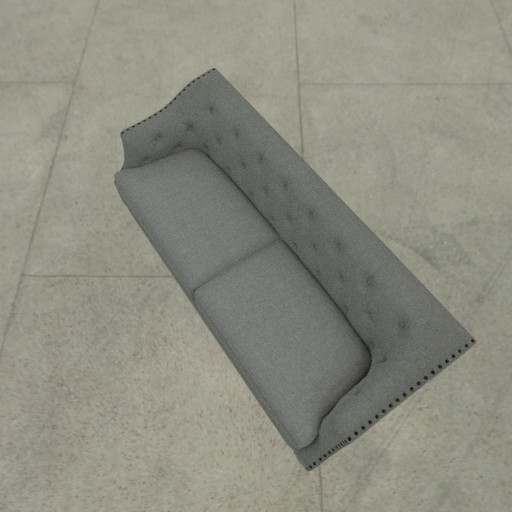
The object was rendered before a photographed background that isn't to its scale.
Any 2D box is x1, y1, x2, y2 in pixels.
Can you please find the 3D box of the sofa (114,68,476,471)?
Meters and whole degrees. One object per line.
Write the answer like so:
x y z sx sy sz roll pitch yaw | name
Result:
0.000 0.000 2.674 0.914 0.901 2.235 -32 67 -16 | sofa
